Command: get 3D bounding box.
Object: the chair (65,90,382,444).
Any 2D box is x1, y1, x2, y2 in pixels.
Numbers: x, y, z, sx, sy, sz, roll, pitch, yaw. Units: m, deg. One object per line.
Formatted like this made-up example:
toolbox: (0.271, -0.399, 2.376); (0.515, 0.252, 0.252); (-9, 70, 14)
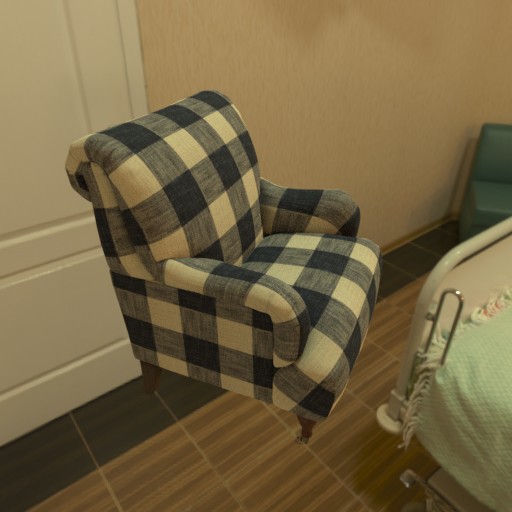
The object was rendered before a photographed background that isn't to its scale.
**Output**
chair: (0.000, 0.000, 1.564); (0.848, 0.953, 0.781); (12, 33, 19)
